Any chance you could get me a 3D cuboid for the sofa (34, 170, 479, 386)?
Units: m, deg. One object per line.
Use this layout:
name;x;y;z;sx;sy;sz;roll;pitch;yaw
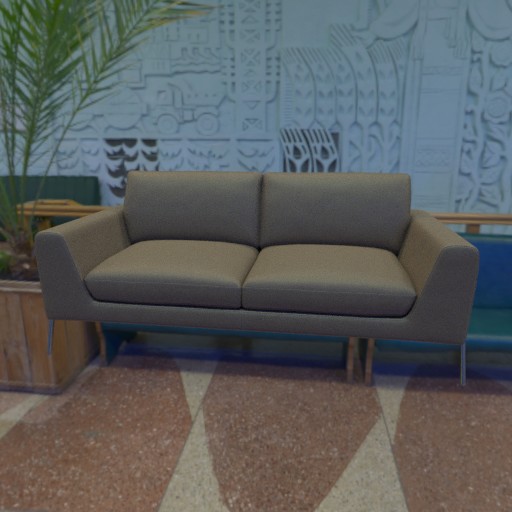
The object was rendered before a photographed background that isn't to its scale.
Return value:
sofa;0.000;0.000;2.436;2.017;0.875;0.953;2;15;8
